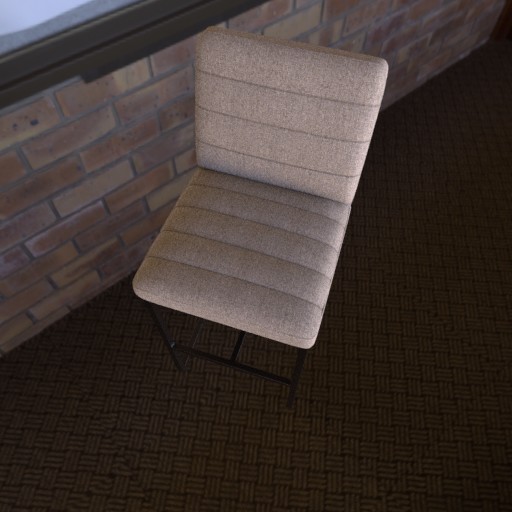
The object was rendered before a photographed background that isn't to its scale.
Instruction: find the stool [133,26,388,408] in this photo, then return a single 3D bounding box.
[{"bbox_3d":[0.000,0.000,1.307,0.459,1.034,0.571,15,59,10],"label":"stool"}]
